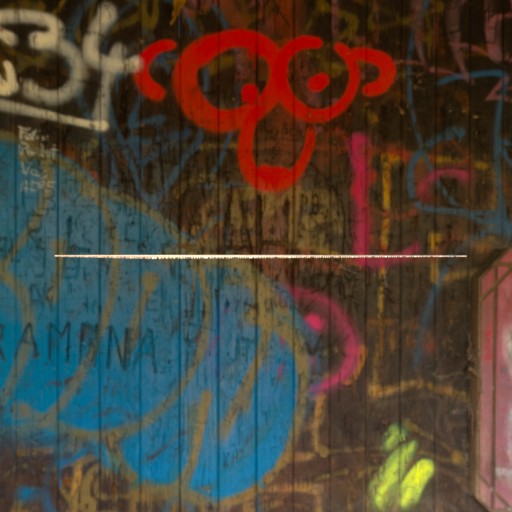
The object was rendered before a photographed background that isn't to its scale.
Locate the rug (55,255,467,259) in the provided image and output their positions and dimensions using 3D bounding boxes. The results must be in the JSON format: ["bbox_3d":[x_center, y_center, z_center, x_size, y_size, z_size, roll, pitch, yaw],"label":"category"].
[{"bbox_3d":[0.000,0.000,3.996,2.932,0.015,2.315,0,0,-36],"label":"rug"}]
